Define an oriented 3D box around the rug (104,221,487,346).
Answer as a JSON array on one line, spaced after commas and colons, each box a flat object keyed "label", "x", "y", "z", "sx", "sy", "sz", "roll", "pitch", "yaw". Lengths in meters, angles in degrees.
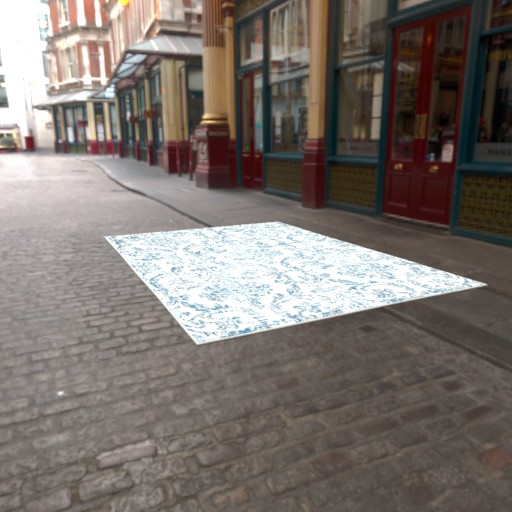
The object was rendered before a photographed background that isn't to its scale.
[{"label": "rug", "x": 0.000, "y": 0.000, "z": 2.902, "sx": 1.586, "sy": 0.014, "sz": 2.197, "roll": -7, "pitch": 16, "yaw": -26}]
